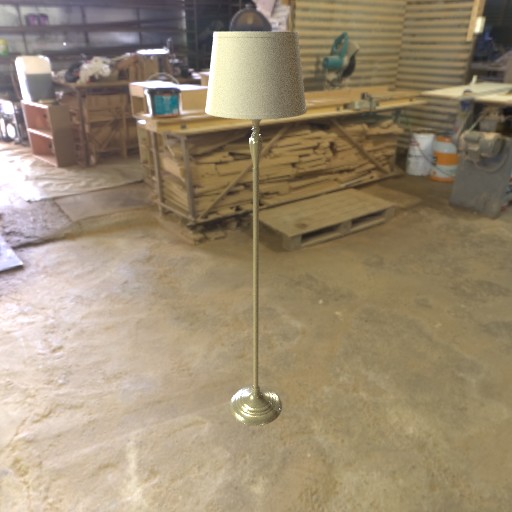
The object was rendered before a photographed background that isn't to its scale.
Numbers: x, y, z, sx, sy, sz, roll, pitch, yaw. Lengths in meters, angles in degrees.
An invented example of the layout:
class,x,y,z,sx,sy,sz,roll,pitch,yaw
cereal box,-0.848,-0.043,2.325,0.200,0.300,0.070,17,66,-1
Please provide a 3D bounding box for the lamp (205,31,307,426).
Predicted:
class,x,y,z,sx,sy,sz,roll,pitch,yaw
lamp,0.000,0.000,1.669,0.327,1.506,0.327,-19,32,-33
